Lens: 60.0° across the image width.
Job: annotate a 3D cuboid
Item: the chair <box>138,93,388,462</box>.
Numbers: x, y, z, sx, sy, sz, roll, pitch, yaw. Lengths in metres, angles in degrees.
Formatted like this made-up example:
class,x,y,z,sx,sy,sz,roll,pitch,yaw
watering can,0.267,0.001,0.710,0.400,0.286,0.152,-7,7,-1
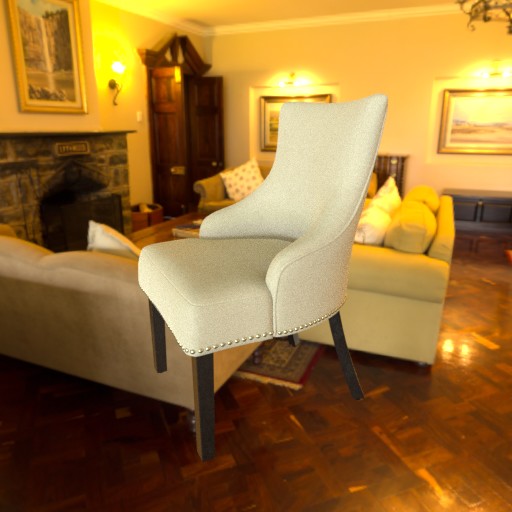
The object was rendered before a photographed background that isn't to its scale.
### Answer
class,x,y,z,sx,sy,sz,roll,pitch,yaw
chair,0.000,0.000,1.336,0.629,0.909,0.566,-8,18,-25
